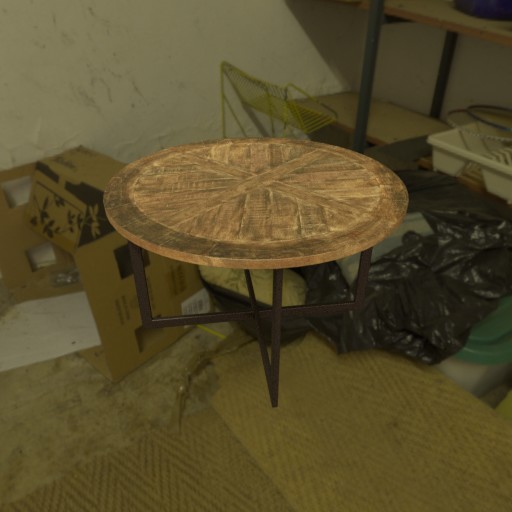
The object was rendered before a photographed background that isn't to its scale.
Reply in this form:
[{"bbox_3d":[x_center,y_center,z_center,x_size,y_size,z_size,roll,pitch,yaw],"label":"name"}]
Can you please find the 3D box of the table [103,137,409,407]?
[{"bbox_3d":[0.000,0.000,2.112,1.264,0.762,1.264,0,32,0],"label":"table"}]
